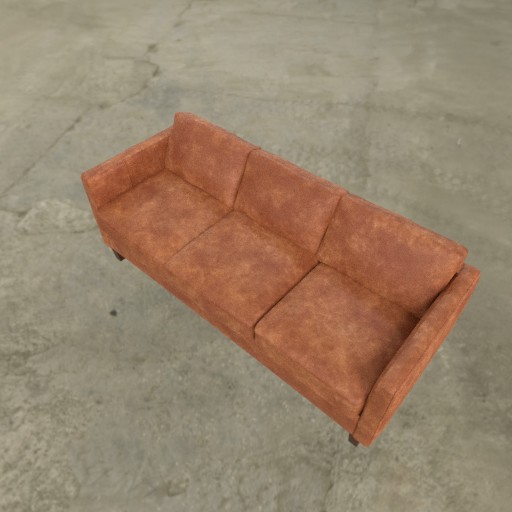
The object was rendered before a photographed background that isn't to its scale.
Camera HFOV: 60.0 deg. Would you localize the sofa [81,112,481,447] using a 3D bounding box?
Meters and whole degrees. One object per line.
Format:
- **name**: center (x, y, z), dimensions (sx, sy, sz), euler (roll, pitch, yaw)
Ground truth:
- **sofa**: center (0.000, 0.000, 2.960), dimensions (2.464, 1.006, 1.045), euler (33, 55, 26)
